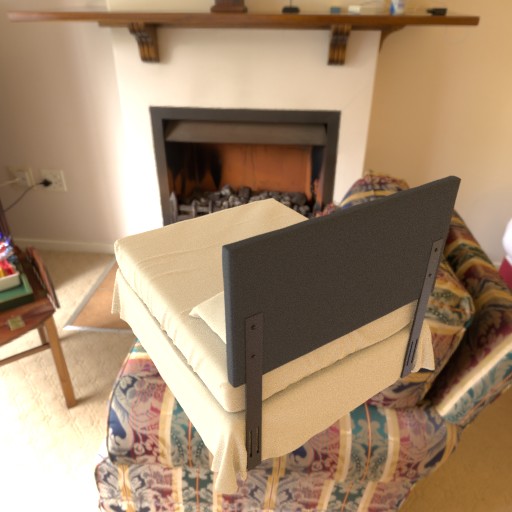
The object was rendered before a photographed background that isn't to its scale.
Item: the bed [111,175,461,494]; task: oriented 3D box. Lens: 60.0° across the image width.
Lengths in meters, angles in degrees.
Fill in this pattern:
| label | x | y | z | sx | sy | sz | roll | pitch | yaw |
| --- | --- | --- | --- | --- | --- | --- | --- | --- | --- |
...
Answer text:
| label | x | y | z | sx | sy | sz | roll | pitch | yaw |
| --- | --- | --- | --- | --- | --- | --- | --- | --- | --- |
| bed | 0.000 | 0.000 | 3.407 | 1.936 | 1.577 | 2.222 | -18 | 35 | -28 |
